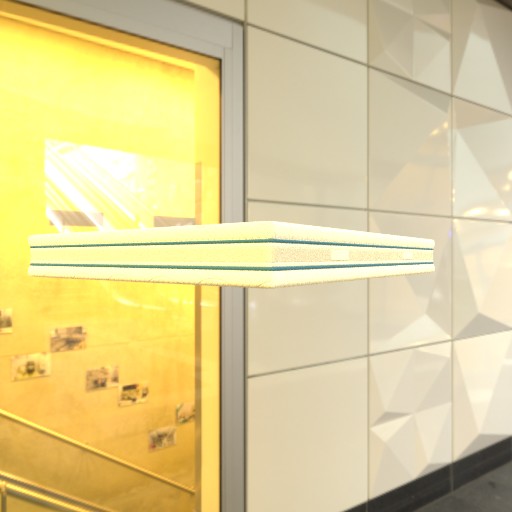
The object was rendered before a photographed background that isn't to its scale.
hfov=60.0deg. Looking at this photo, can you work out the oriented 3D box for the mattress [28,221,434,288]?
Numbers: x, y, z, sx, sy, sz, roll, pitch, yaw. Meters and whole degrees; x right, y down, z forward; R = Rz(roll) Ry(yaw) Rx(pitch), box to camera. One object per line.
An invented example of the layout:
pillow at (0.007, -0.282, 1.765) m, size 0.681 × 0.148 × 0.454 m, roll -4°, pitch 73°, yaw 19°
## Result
mattress at (0.000, 0.000, 2.729) m, size 1.600 × 0.230 × 2.000 m, roll 0°, pitch 0°, yaw 36°
